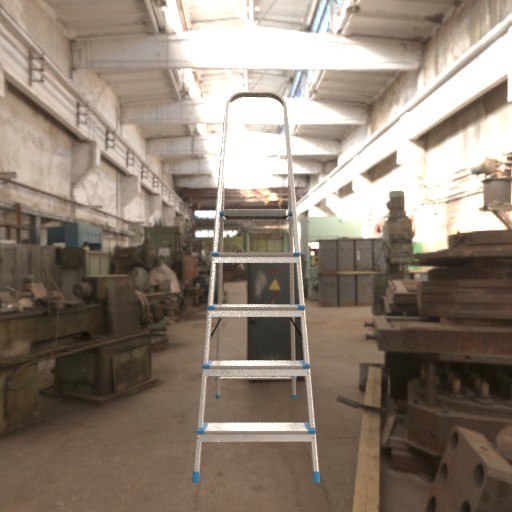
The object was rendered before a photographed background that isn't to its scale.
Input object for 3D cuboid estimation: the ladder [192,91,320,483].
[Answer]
[{"bbox_3d":[0.000,0.000,2.104,0.468,1.648,0.990,0,0,0],"label":"ladder"}]
